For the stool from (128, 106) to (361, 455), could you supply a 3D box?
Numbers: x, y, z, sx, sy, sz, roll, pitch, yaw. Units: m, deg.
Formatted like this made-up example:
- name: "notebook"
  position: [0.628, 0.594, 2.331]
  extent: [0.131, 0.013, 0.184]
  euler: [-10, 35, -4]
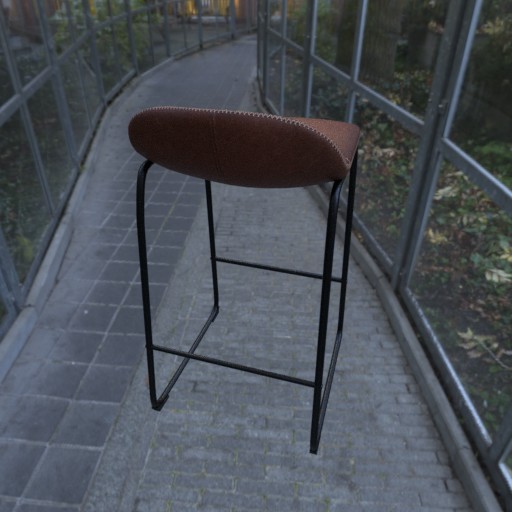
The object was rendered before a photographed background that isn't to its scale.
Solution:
- name: "stool"
  position: [0.000, 0.000, 1.116]
  extent: [0.454, 0.830, 0.473]
  euler: [10, 34, 15]
